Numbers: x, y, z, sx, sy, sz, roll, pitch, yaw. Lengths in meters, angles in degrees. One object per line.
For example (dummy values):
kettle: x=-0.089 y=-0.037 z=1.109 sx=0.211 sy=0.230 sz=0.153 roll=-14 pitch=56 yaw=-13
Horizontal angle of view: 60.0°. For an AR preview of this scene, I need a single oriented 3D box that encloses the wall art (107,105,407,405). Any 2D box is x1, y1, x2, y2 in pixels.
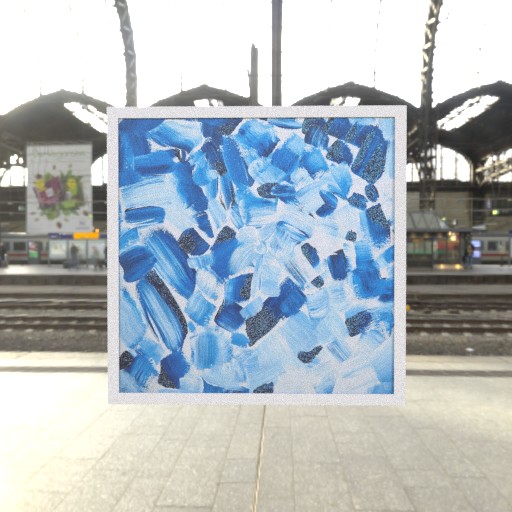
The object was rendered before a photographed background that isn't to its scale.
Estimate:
wall art: x=0.000 y=0.000 z=1.212 sx=0.812 sy=0.812 sz=0.015 roll=0 pitch=1 yaw=1
